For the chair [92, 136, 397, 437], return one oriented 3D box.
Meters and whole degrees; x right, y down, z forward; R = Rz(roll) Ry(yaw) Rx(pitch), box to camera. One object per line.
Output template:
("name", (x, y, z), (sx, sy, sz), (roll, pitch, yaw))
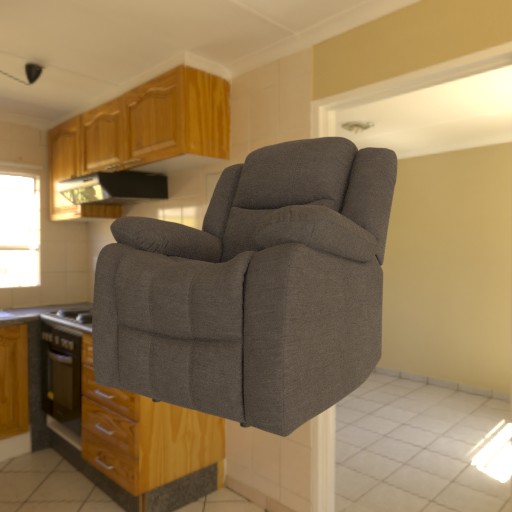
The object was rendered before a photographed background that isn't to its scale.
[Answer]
("chair", (0.000, 0.000, 1.705), (0.899, 1.008, 0.944), (1, 1, 35))
